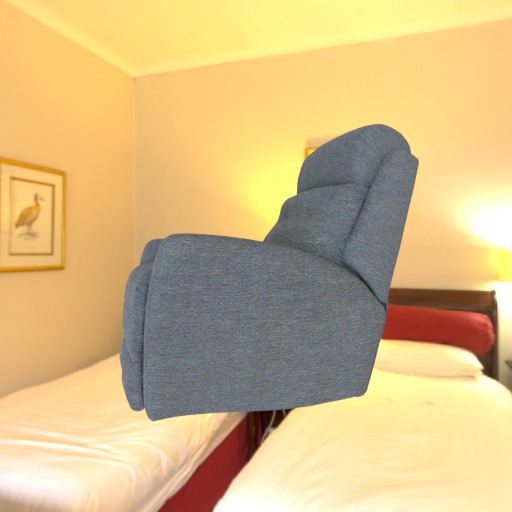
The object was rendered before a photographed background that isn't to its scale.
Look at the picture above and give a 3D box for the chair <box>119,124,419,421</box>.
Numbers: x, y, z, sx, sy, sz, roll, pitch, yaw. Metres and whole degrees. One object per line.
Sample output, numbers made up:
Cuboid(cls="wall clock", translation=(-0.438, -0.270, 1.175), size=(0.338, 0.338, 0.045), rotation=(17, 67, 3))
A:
Cuboid(cls="chair", translation=(0.000, 0.000, 1.777), size=(1.043, 1.013, 0.798), rotation=(0, 1, -18))
